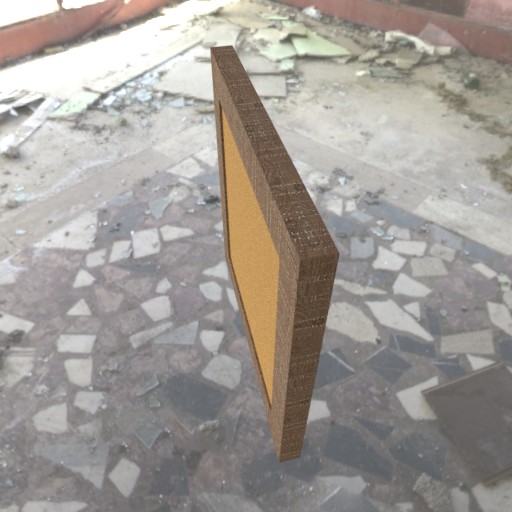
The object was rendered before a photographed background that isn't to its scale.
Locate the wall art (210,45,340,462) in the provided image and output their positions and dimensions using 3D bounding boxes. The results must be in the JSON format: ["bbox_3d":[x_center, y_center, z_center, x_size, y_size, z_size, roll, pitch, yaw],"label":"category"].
[{"bbox_3d":[0.000,0.000,0.793,0.040,0.531,0.531,-10,47,-9],"label":"wall art"}]
